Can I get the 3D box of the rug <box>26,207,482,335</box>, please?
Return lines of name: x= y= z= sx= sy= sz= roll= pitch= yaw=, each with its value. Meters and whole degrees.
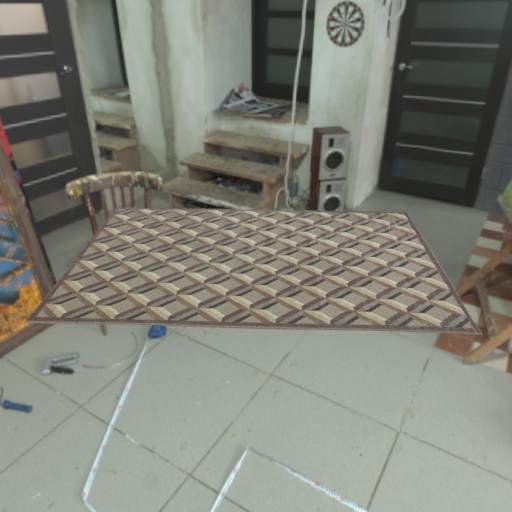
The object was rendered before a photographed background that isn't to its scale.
rug: x=0.000 y=0.000 z=2.082 sx=1.677 sy=0.011 sz=1.066 roll=1 pitch=30 yaw=2
